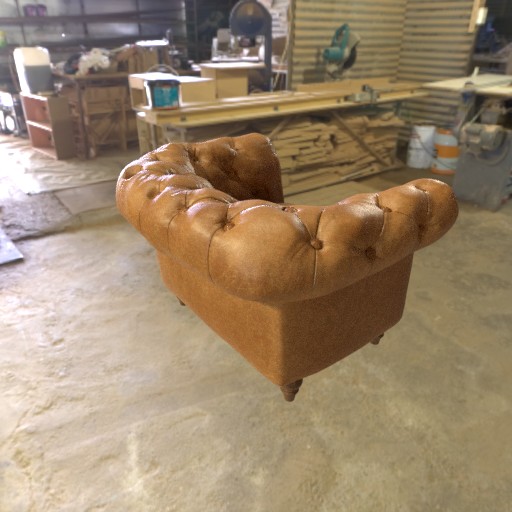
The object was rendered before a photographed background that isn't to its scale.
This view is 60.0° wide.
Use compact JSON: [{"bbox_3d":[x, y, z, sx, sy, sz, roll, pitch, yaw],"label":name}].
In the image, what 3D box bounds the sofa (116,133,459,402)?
[{"bbox_3d":[0.000,0.000,2.095,1.033,0.878,1.405,-19,33,-33],"label":"sofa"}]
